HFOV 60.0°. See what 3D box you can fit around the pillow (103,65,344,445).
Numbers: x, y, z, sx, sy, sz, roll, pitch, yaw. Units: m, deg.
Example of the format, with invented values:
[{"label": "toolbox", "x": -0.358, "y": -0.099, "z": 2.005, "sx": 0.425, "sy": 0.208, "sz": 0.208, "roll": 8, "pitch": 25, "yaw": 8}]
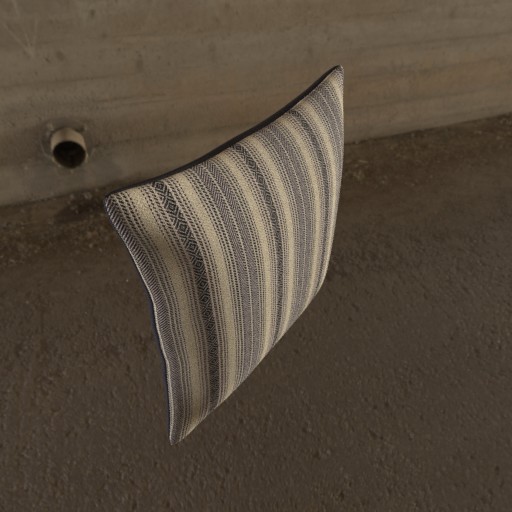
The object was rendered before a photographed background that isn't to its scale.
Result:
[{"label": "pillow", "x": 0.000, "y": 0.000, "z": 0.770, "sx": 0.166, "sy": 0.508, "sz": 0.520, "roll": 25, "pitch": 47, "yaw": 26}]
